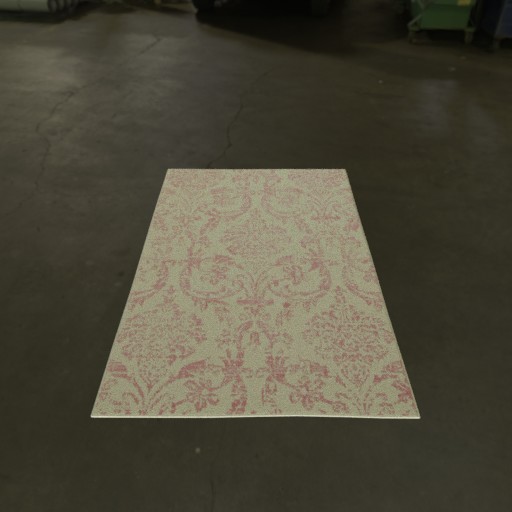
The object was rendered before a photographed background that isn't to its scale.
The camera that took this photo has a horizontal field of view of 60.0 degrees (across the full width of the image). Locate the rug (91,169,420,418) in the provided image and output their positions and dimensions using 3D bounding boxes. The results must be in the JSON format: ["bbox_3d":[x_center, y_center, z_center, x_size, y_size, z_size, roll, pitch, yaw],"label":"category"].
[{"bbox_3d":[0.000,0.000,2.334,1.219,0.012,1.839,0,40,0],"label":"rug"}]
